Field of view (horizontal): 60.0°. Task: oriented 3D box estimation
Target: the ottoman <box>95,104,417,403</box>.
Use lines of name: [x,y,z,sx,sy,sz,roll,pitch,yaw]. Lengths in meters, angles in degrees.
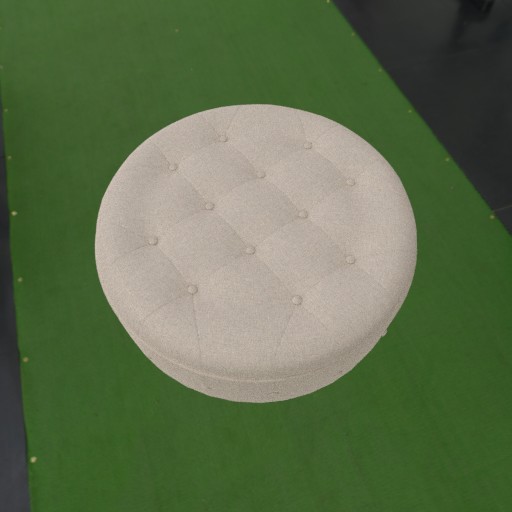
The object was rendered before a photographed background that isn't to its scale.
ottoman: [0.000,0.000,1.332,0.848,0.494,0.848,0,59,0]
